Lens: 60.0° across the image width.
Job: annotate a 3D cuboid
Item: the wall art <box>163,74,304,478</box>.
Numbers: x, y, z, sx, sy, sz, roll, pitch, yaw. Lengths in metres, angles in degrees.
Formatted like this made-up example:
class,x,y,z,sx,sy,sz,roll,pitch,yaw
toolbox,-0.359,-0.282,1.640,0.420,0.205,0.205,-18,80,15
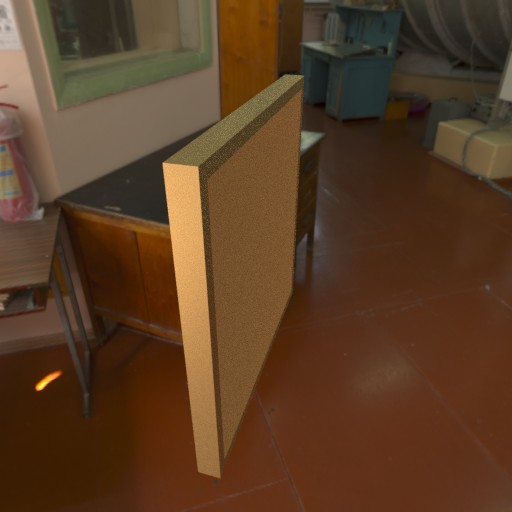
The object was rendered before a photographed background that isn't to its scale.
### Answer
class,x,y,z,sx,sy,sz,roll,pitch,yaw
wall art,0.000,0.000,1.944,0.095,1.284,1.284,9,33,14
